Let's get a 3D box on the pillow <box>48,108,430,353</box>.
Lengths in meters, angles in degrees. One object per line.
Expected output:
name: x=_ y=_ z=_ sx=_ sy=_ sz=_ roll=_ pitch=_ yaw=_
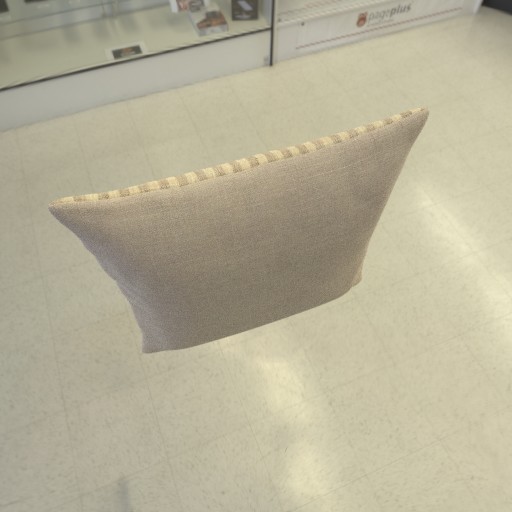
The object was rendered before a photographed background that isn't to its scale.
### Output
pillow: x=0.000 y=0.000 z=0.783 sx=0.523 sy=0.510 sz=0.166 roll=-17 pitch=59 yaw=-10
